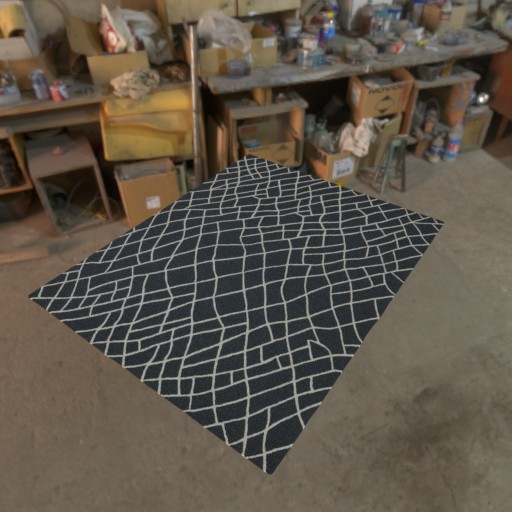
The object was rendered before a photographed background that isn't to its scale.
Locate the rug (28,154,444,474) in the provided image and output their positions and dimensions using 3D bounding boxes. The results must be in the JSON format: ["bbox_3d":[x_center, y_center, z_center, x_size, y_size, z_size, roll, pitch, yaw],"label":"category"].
[{"bbox_3d":[0.000,0.000,4.024,2.439,0.022,3.047,25,47,27],"label":"rug"}]
